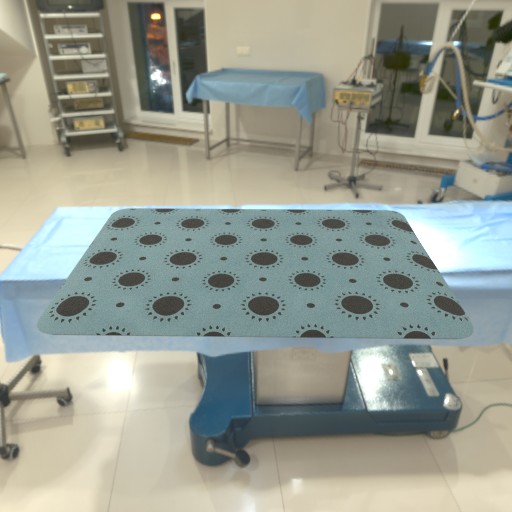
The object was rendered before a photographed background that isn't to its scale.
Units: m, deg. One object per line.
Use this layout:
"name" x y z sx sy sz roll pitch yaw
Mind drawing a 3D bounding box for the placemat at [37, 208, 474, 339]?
"placemat" 0.000 0.000 0.962 0.762 0.021 0.508 0 31 1
